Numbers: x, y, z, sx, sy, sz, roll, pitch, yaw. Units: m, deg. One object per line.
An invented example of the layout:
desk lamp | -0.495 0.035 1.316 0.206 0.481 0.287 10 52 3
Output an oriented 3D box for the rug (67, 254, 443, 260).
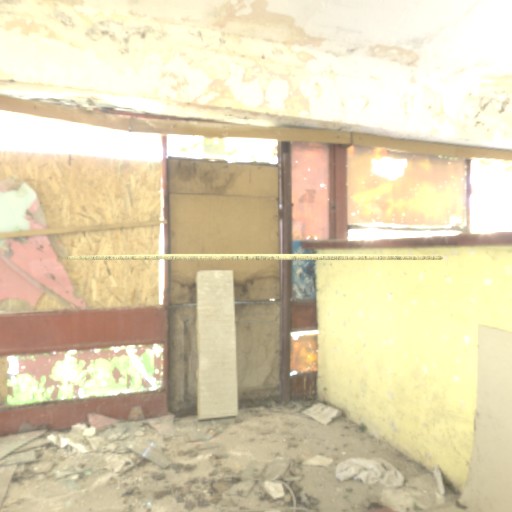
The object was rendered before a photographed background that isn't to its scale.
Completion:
rug | 0.000 0.000 2.892 1.523 0.017 2.263 0 0 0
